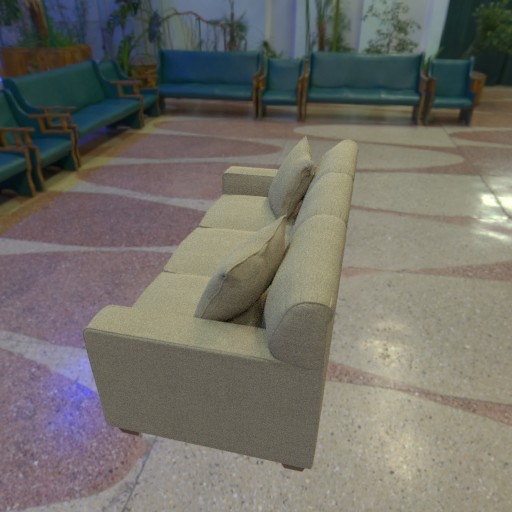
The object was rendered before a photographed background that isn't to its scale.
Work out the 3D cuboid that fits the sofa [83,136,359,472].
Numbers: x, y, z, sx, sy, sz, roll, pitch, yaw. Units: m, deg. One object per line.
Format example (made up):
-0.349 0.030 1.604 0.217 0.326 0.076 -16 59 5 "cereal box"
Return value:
0.000 0.000 2.552 0.997 0.958 2.024 7 31 12 "sofa"
